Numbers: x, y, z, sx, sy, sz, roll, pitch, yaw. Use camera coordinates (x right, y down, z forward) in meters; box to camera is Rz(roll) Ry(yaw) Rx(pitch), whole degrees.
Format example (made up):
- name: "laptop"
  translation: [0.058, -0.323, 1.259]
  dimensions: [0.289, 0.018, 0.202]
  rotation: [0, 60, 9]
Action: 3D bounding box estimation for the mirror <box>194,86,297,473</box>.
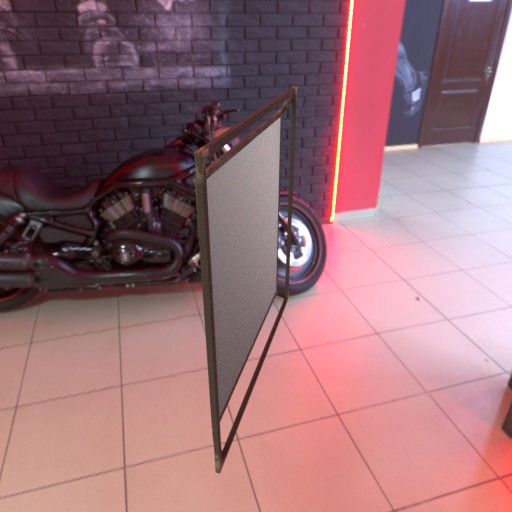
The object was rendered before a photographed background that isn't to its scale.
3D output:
- name: "mirror"
  translation: [0.000, 0.000, 0.952]
  dimensions: [0.032, 0.610, 0.610]
  rotation: [8, 29, 14]
